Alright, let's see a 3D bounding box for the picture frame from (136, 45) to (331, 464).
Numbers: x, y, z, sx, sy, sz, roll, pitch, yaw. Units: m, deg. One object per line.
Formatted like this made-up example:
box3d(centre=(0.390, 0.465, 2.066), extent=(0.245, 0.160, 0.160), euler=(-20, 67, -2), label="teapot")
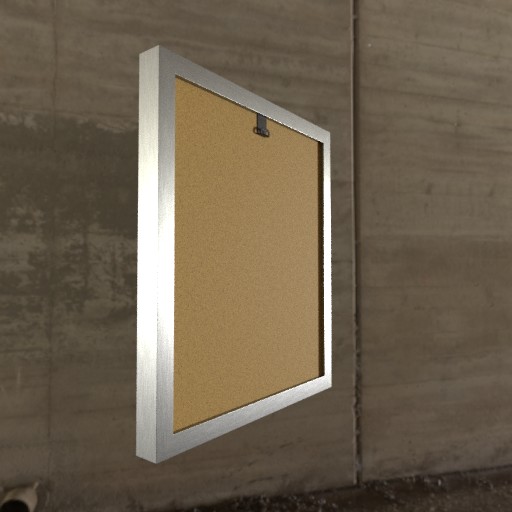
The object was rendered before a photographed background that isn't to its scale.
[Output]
box3d(centre=(0.000, 0.000, 1.375), extent=(0.073, 0.968, 0.839), euler=(-1, -2, 38), label="picture frame")
